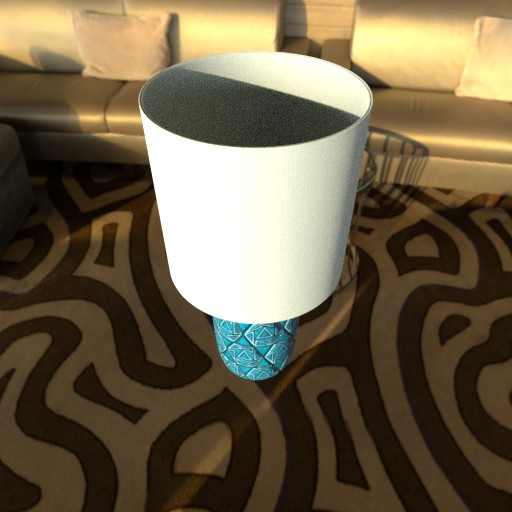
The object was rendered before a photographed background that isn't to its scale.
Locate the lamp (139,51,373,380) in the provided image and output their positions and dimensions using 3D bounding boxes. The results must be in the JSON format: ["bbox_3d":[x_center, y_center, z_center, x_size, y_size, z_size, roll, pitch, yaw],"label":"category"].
[{"bbox_3d":[0.000,0.000,0.498,0.193,0.377,0.193,1,43,1],"label":"lamp"}]
